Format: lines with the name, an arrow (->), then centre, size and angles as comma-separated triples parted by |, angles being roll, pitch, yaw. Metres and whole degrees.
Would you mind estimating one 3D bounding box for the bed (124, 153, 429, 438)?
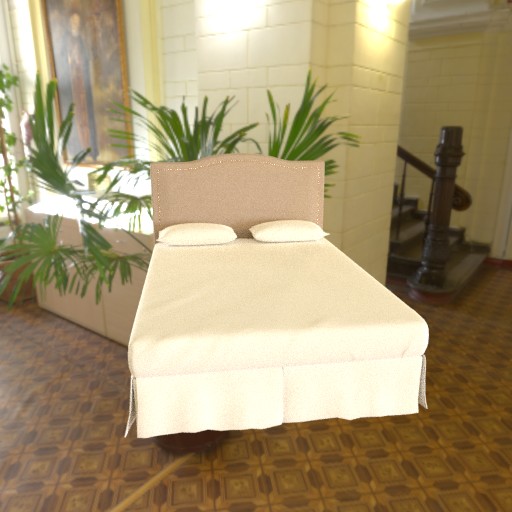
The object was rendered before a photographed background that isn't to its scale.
bed -> 0.000, 0.000, 3.452 | 1.821, 1.436, 2.282 | -2, 17, -8
